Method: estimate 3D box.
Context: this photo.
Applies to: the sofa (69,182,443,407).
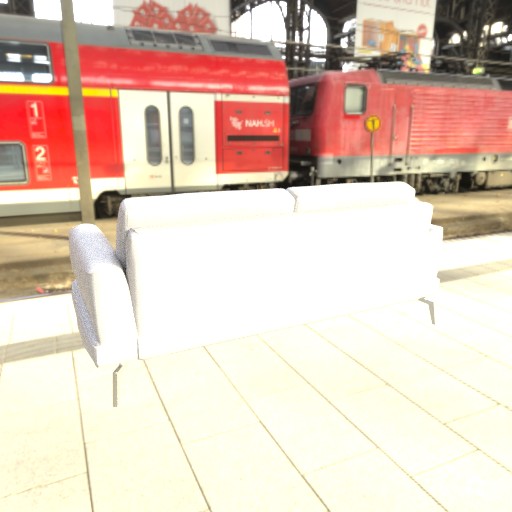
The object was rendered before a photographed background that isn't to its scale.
[{"bbox_3d":[0.000,0.000,2.801,2.177,0.930,1.121,-8,17,-26],"label":"sofa"}]
